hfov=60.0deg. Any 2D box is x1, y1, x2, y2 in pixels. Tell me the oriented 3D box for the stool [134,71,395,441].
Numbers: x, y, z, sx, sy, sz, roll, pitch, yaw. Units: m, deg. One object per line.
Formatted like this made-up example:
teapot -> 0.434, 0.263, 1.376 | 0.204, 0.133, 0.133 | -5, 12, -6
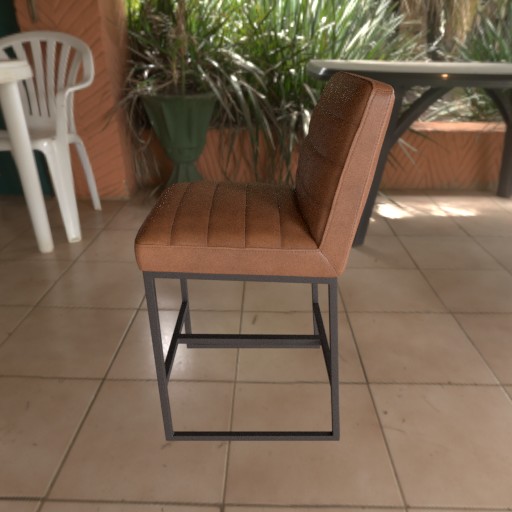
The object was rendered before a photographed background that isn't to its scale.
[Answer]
stool -> 0.000, 0.000, 1.237 | 0.556, 0.940, 0.458 | 0, 25, 0
